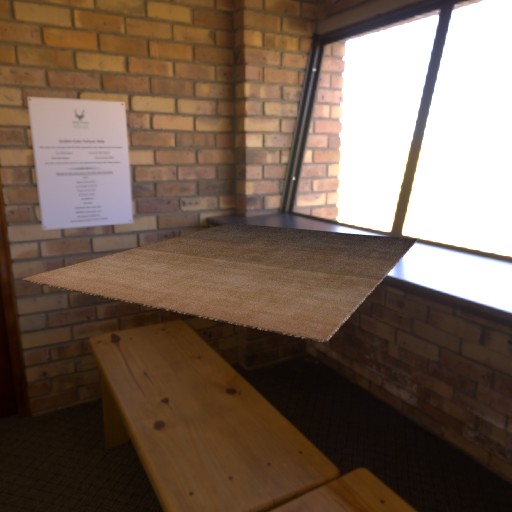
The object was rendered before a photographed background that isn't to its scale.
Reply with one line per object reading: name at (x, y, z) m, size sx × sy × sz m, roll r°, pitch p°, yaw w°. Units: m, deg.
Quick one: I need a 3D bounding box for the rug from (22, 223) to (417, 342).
rug at (0.000, 0.000, 3.912) m, size 2.305 × 0.017 × 2.902 m, roll 7°, pitch 15°, yaw 27°
